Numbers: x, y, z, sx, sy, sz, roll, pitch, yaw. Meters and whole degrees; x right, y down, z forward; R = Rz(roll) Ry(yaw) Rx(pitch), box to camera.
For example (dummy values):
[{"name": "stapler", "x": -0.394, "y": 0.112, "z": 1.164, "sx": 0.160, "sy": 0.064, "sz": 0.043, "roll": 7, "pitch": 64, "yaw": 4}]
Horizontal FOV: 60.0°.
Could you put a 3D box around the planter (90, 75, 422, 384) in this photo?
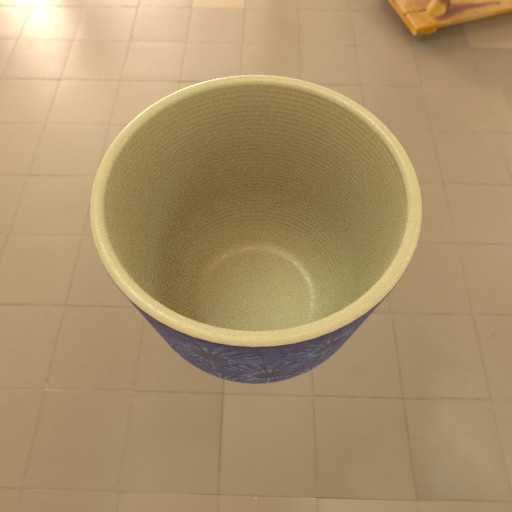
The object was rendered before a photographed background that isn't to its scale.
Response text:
[{"name": "planter", "x": 0.000, "y": 0.000, "z": 0.295, "sx": 0.170, "sy": 0.153, "sz": 0.170, "roll": 0, "pitch": 61, "yaw": 0}]
